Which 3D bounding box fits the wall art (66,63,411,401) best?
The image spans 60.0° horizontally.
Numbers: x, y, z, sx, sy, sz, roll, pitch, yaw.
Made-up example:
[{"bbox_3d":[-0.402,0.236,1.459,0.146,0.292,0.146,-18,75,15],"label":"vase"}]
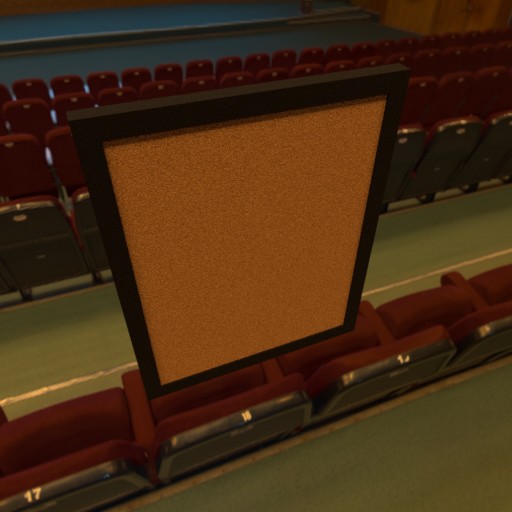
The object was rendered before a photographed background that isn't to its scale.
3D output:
[{"bbox_3d":[0.000,0.000,0.743,0.457,0.559,0.029,-15,43,-17],"label":"wall art"}]
